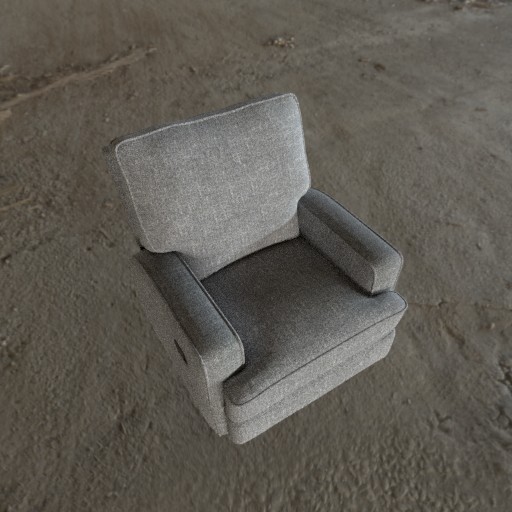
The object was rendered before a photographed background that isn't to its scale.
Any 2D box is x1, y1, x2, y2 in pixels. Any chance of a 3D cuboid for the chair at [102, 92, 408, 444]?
[{"bbox_3d":[0.000,0.000,1.731,0.861,0.962,0.964,-24,51,-22],"label":"chair"}]
